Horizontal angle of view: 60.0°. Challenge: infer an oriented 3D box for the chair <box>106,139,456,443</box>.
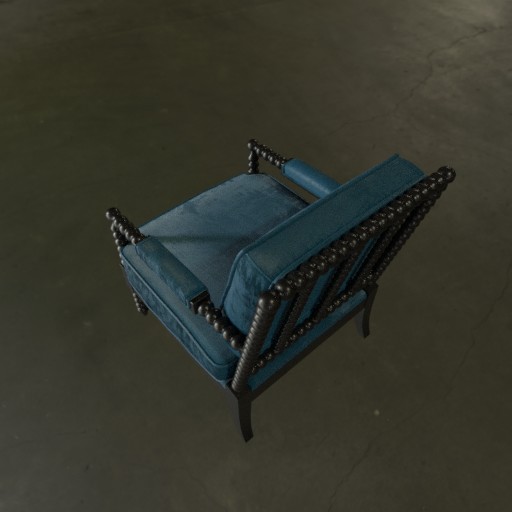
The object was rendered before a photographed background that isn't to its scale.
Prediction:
[{"bbox_3d":[0.000,0.000,1.458,0.688,0.857,0.805,-33,55,-26],"label":"chair"}]
